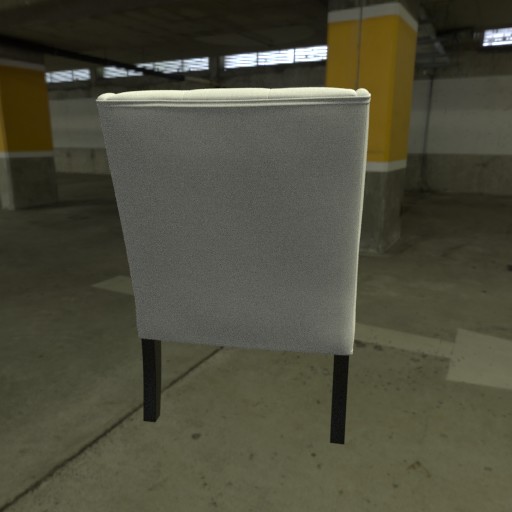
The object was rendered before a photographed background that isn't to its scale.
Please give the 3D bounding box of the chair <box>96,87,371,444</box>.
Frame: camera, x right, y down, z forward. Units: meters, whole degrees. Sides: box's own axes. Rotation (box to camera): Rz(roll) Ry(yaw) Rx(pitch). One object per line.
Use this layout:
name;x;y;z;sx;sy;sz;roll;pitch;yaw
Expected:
chair;0.000;0.000;1.281;0.569;0.853;0.676;3;15;10
